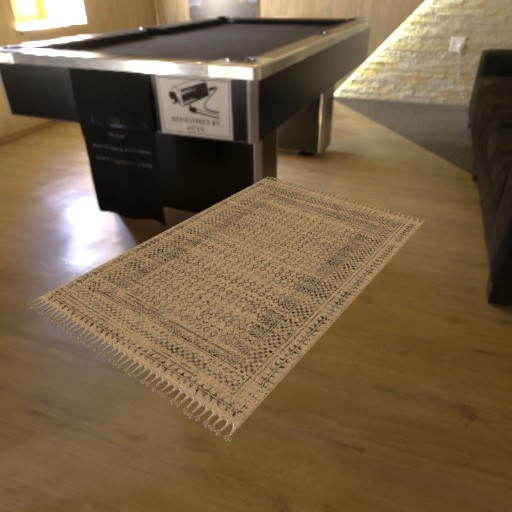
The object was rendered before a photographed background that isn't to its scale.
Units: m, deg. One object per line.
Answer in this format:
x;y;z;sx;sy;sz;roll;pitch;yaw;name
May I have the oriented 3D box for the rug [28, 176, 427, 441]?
0.000;0.000;3.056;1.548;0.013;2.486;22;38;30;rug
